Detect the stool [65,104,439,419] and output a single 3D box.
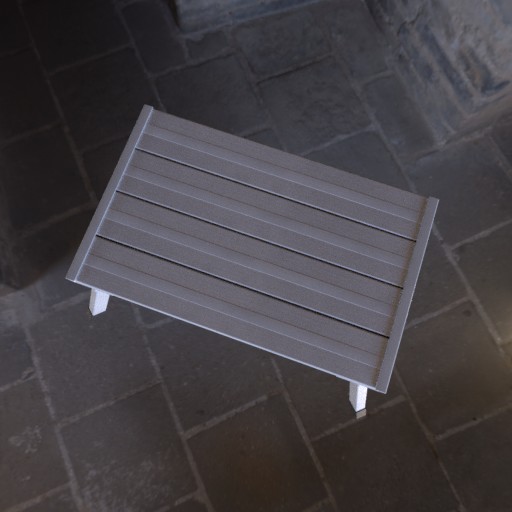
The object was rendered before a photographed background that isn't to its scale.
[{"bbox_3d":[0.000,0.000,0.727,0.535,0.225,0.385,19,78,4],"label":"stool"}]
